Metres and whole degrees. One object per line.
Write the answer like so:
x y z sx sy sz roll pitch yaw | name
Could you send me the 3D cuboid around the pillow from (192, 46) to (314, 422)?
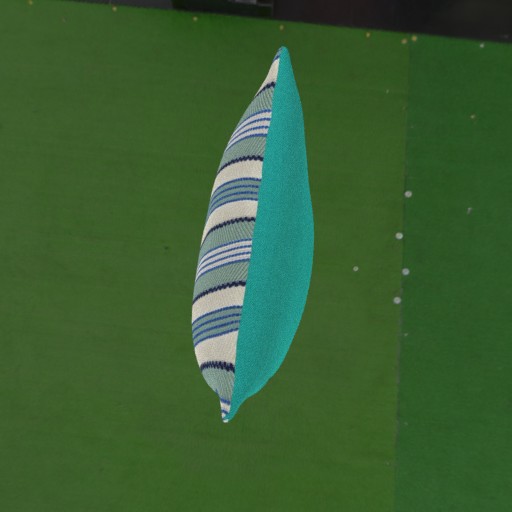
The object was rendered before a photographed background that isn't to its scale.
0.000 0.000 0.691 0.182 0.441 0.440 8 77 2 | pillow
